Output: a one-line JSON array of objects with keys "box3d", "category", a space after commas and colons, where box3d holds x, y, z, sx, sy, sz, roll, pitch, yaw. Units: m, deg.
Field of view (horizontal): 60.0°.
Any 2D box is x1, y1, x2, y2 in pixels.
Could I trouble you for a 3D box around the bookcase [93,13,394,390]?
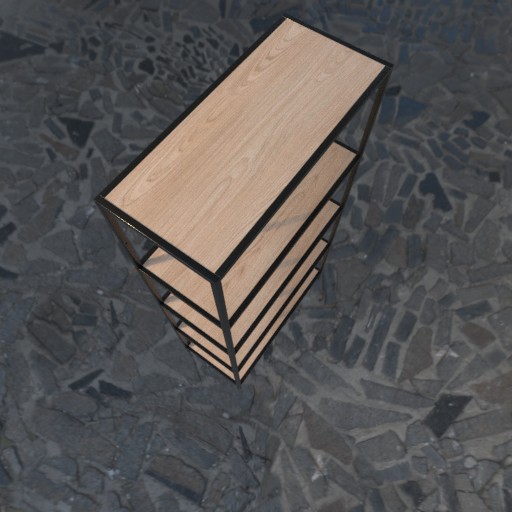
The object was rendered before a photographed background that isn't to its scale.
[{"box3d": [0.000, 0.000, 1.764, 0.350, 1.500, 0.770, 33, 69, 14], "category": "bookcase"}]
